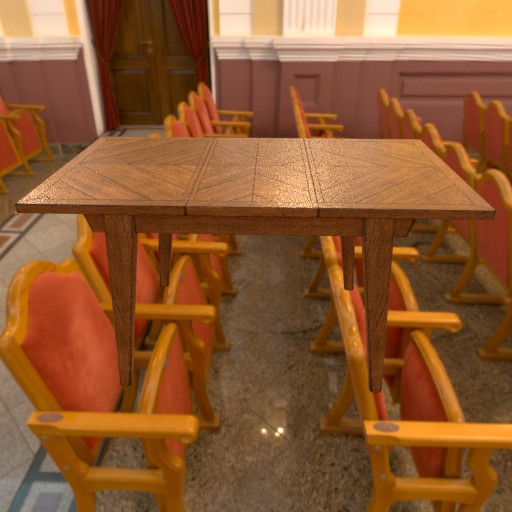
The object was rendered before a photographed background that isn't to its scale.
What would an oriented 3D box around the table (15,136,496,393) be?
[{"bbox_3d":[0.000,0.000,1.804,1.400,0.760,0.757,1,30,2],"label":"table"}]
